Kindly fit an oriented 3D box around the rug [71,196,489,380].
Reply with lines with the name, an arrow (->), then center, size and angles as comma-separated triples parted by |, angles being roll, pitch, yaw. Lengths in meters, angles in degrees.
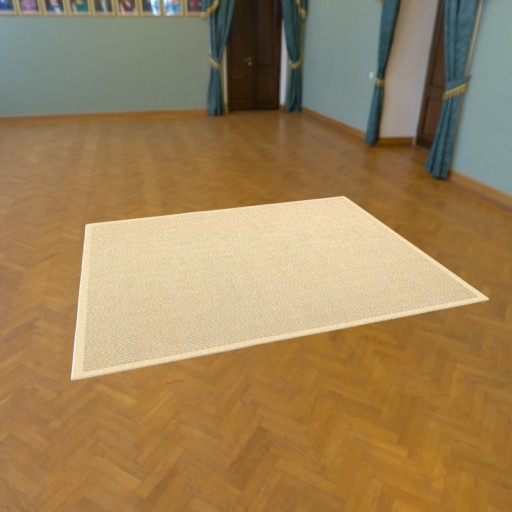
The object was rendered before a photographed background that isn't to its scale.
rug -> 0.000, 0.000, 4.021 | 3.009, 0.019, 2.423 | -8, 28, -15
